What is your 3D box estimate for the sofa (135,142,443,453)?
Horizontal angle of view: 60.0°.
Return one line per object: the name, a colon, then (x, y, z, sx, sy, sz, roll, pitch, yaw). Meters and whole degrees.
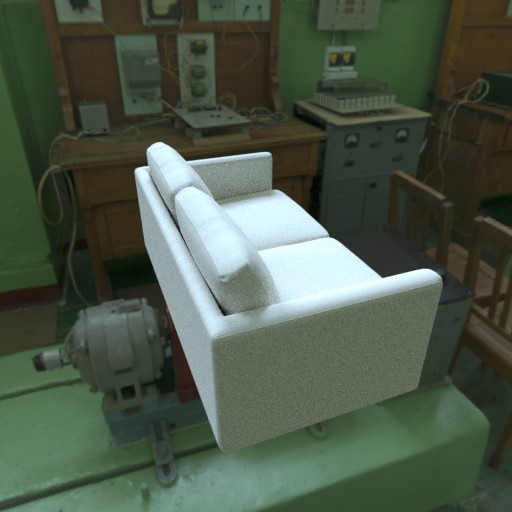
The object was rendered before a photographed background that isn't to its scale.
sofa: (0.000, 0.000, 2.296, 0.940, 0.893, 1.713, -11, 32, -18)
